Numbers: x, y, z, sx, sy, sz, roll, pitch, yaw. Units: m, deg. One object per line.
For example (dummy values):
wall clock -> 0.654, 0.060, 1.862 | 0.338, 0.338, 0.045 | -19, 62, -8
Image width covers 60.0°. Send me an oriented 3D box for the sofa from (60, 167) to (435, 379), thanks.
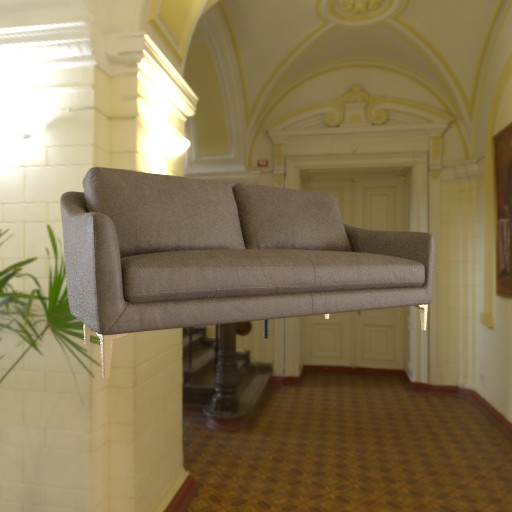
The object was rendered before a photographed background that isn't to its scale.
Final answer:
sofa -> 0.000, 0.000, 2.501 | 2.036, 0.902, 0.960 | 0, -1, -35
